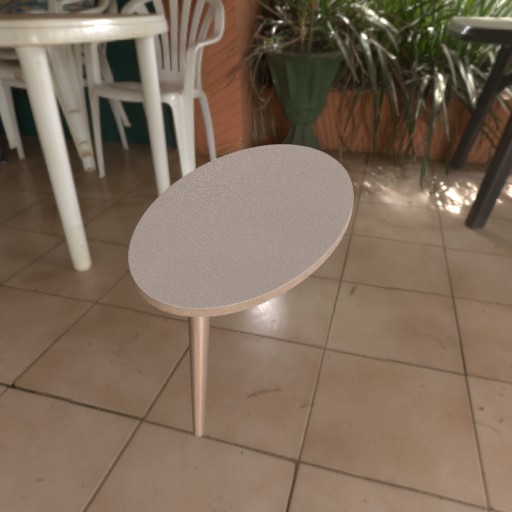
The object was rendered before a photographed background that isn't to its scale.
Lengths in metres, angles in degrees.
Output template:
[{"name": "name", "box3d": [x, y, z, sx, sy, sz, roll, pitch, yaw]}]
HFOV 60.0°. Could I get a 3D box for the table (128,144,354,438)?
[{"name": "table", "box3d": [0.000, 0.000, 1.360, 0.542, 0.390, 1.083, 8, 31, 13]}]
